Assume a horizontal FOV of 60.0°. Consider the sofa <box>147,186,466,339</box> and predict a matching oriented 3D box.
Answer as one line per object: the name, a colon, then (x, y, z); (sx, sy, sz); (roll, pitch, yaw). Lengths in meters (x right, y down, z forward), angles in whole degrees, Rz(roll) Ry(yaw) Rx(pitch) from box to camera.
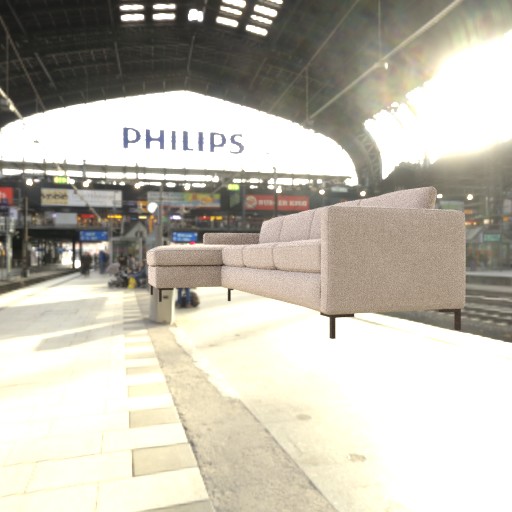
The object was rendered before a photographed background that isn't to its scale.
sofa: (0.000, 0.000, 3.542); (1.469, 0.816, 2.923); (0, 0, -19)
